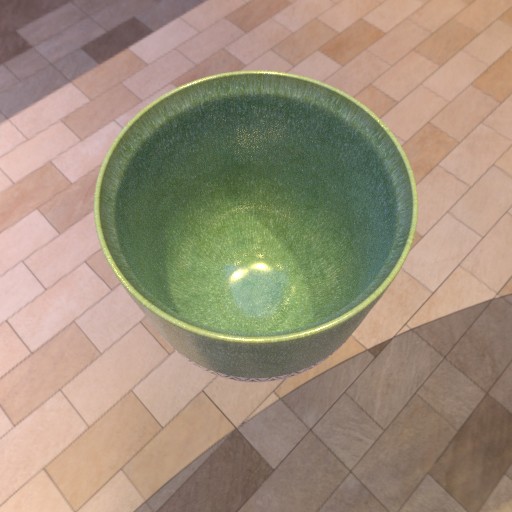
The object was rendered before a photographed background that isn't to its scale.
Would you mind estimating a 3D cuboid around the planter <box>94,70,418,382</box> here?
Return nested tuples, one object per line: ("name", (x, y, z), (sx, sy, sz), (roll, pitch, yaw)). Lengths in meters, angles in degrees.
("planter", (0.000, 0.000, 0.487), (0.266, 0.270, 0.266), (0, 64, 0))
